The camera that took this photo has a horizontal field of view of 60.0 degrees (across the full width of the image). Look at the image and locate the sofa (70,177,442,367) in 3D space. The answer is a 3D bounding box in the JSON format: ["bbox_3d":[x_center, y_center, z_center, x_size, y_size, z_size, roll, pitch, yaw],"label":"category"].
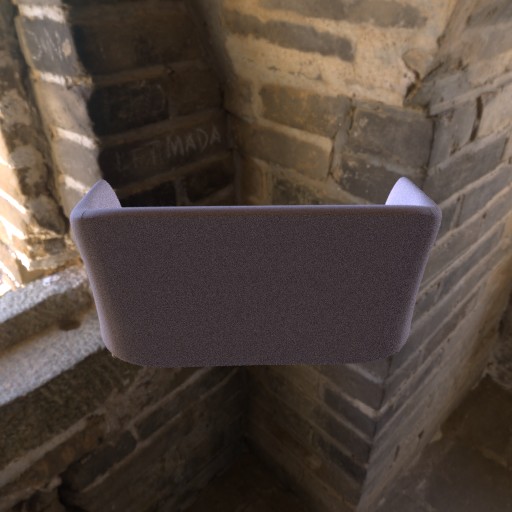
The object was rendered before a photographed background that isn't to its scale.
[{"bbox_3d":[0.000,0.000,1.882,1.452,0.721,0.705,-1,30,-1],"label":"sofa"}]
